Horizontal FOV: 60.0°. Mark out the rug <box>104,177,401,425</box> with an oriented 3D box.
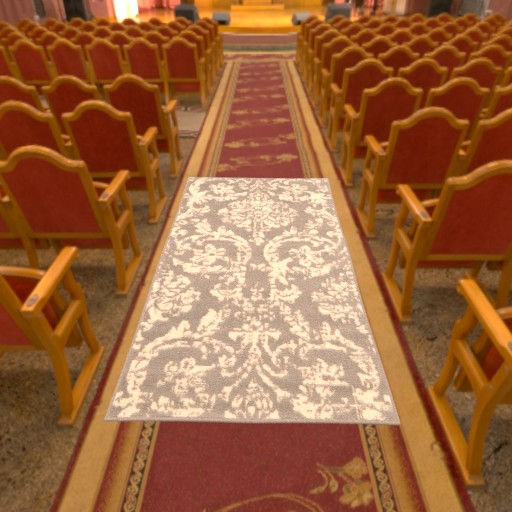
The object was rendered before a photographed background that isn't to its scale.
[{"bbox_3d":[0.000,0.000,1.404,0.604,0.007,1.219,0,34,1],"label":"rug"}]
